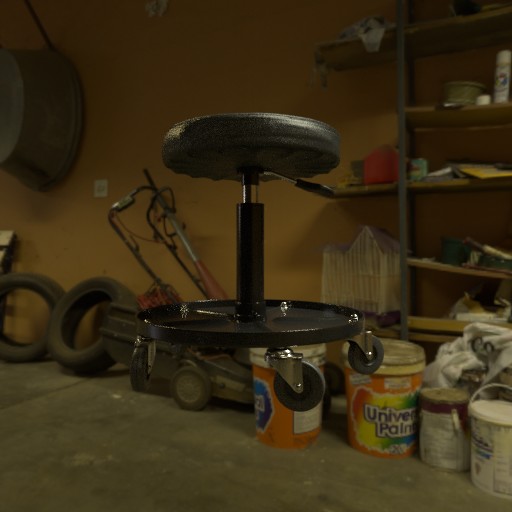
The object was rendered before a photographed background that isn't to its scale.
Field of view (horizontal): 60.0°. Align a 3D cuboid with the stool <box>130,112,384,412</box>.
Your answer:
[{"bbox_3d":[0.000,0.000,0.688,0.382,0.365,0.381,0,1,-18],"label":"stool"}]
